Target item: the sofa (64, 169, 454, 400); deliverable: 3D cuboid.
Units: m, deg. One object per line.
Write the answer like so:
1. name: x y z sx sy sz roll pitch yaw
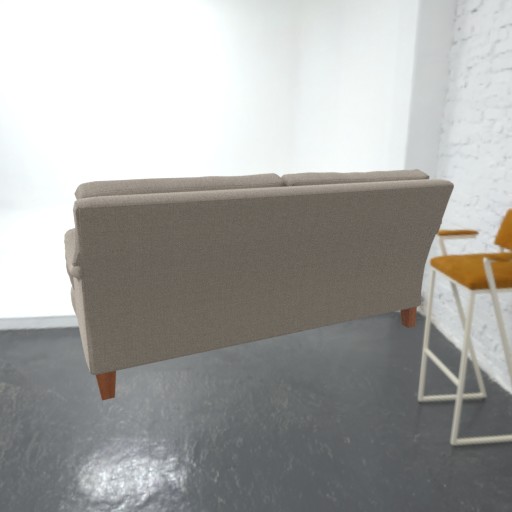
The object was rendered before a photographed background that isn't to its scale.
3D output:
1. sofa: 0.000 0.000 2.752 2.160 1.054 1.087 -7 16 -25
